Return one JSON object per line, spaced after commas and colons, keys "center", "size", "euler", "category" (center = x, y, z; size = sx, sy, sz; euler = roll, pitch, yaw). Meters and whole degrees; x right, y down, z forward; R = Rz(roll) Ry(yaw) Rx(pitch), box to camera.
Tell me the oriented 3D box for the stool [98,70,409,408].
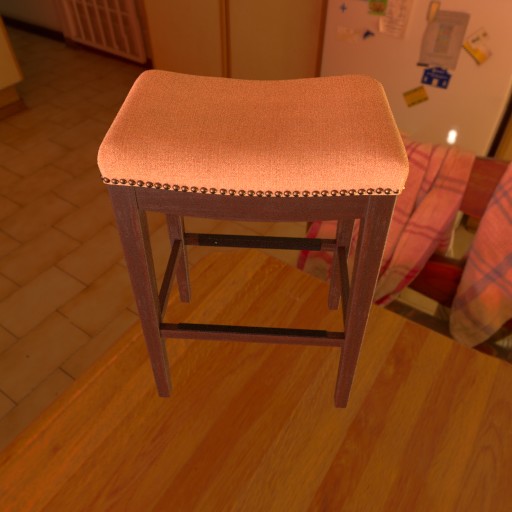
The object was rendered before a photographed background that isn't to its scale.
{"center": [0.000, 0.000, 1.055], "size": [0.509, 0.768, 0.363], "euler": [3, 45, 3], "category": "stool"}
